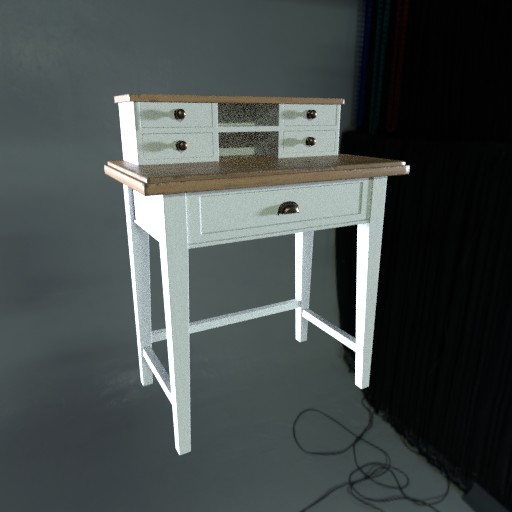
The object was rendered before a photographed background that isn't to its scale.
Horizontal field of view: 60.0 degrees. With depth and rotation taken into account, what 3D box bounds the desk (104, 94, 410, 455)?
[{"bbox_3d":[0.000,0.000,1.443,0.814,0.981,0.462,-9,20,-27],"label":"desk"}]
